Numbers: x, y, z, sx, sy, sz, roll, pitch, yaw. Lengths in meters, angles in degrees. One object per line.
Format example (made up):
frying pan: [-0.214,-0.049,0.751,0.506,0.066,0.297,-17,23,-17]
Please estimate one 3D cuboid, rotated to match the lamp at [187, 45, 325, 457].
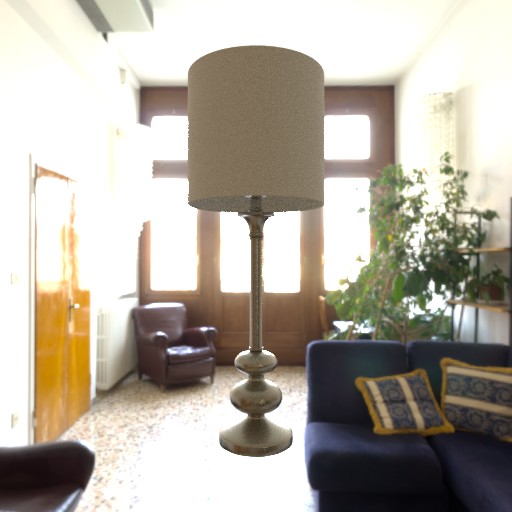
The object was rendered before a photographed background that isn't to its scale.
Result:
lamp: [0.000,0.000,0.825,0.254,0.690,0.254,1,-1,-35]
